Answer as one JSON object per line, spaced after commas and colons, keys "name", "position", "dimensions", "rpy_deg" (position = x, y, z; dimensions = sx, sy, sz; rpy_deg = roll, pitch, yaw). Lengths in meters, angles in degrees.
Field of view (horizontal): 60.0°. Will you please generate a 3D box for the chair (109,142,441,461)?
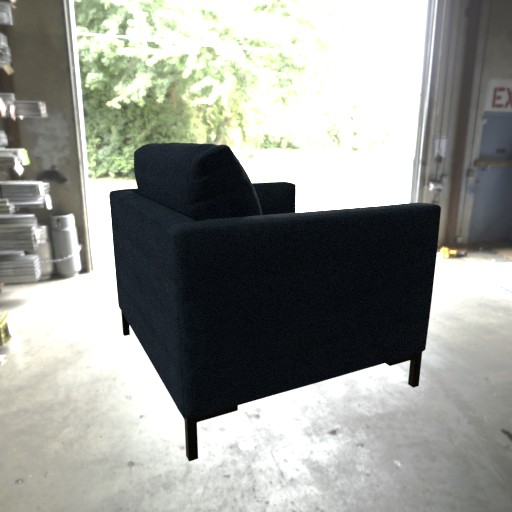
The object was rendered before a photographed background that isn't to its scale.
{"name": "chair", "position": [0.000, 0.000, 1.637], "dimensions": [0.875, 0.812, 0.964], "rpy_deg": [-7, 16, -26]}
